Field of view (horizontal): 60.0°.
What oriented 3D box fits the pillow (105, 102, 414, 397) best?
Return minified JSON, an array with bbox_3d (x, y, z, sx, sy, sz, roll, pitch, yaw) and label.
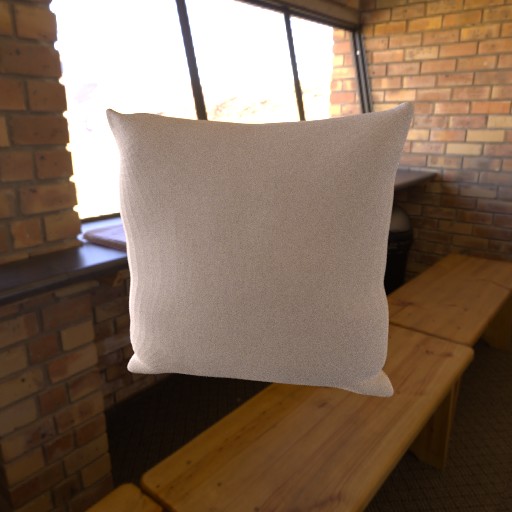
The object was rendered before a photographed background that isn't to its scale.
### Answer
[{"bbox_3d":[0.000,0.000,0.673,0.440,0.441,0.182,2,17,8],"label":"pillow"}]
